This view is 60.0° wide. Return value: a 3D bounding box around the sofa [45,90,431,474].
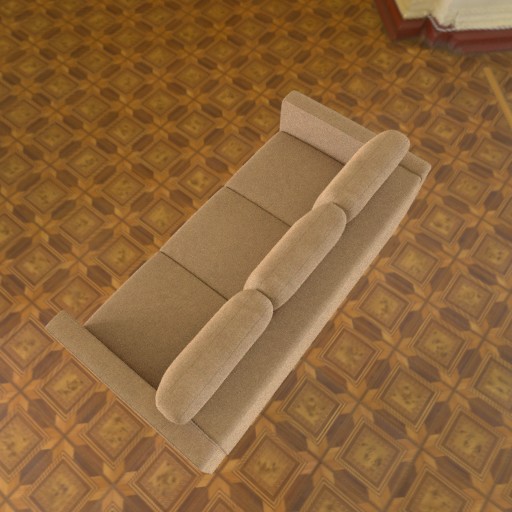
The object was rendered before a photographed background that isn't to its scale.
[{"bbox_3d":[0.000,0.000,2.296,0.930,0.800,1.855,35,68,17],"label":"sofa"}]
